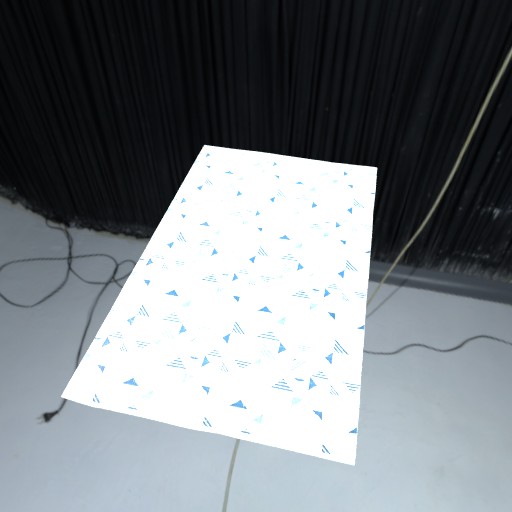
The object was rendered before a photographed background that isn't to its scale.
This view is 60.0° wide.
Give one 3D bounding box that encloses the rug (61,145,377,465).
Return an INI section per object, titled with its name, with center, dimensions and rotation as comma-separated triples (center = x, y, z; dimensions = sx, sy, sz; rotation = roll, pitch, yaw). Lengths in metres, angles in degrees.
[rug]
center = 0.000, 0.000, 3.003
dimensions = 1.512, 0.009, 2.457
rotation = 10, 47, 9
